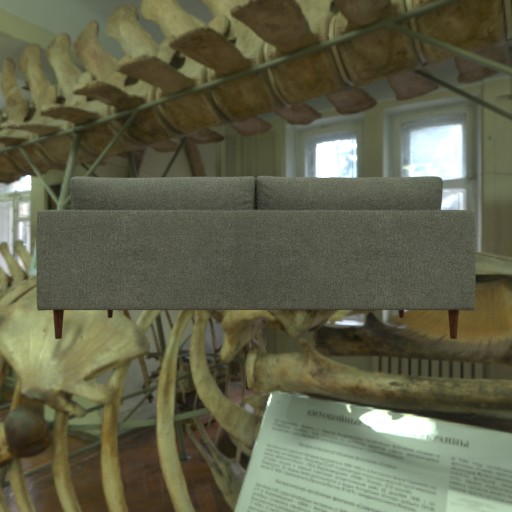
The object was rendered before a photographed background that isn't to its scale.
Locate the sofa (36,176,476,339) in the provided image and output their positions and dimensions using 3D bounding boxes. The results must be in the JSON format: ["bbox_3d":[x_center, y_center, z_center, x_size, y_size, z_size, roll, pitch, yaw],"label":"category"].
[{"bbox_3d":[0.000,0.000,2.742,2.250,0.868,1.020,0,0,0],"label":"sofa"}]
